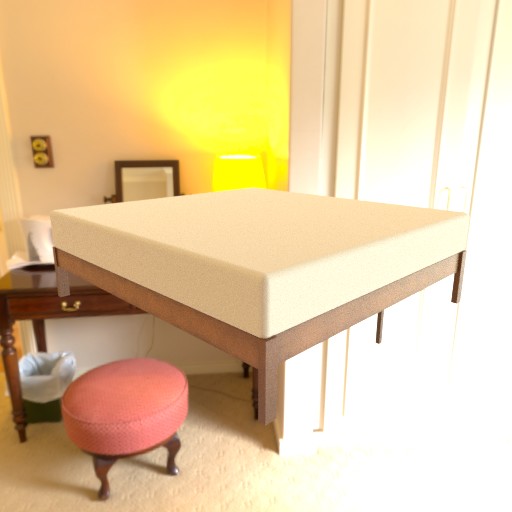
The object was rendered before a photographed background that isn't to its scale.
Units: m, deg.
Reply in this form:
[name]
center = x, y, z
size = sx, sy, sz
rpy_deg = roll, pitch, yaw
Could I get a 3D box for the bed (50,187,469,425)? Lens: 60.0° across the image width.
[bed]
center = 0.000, 0.000, 3.015
size = 1.930, 0.616, 2.049
rpy_deg = -15, 21, -43
